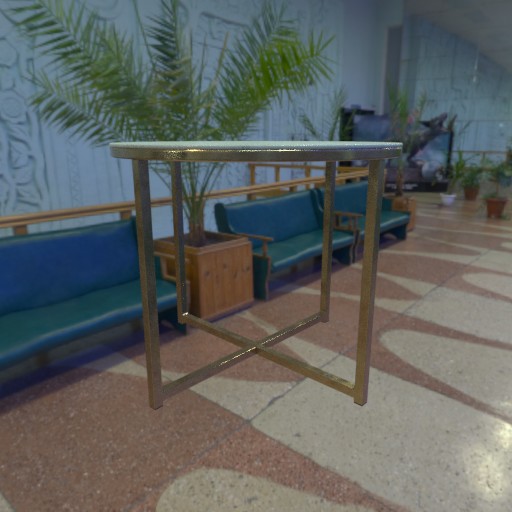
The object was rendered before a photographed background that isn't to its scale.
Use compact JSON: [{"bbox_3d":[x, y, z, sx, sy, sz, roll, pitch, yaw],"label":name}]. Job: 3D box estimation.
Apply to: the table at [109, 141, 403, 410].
[{"bbox_3d":[0.000,0.000,0.847,0.500,0.420,0.500,0,15,0],"label":"table"}]
